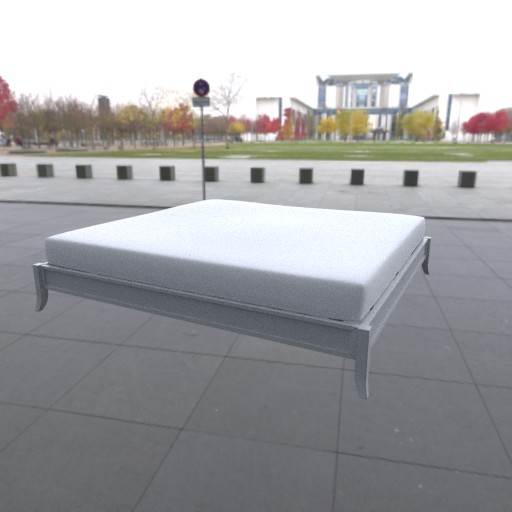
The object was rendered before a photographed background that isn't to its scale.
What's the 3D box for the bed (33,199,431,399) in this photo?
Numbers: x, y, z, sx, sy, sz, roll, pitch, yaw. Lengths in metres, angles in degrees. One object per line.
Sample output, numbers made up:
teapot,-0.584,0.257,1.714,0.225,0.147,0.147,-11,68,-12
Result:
bed,0.000,0.000,3.124,2.108,0.510,2.007,8,17,27
